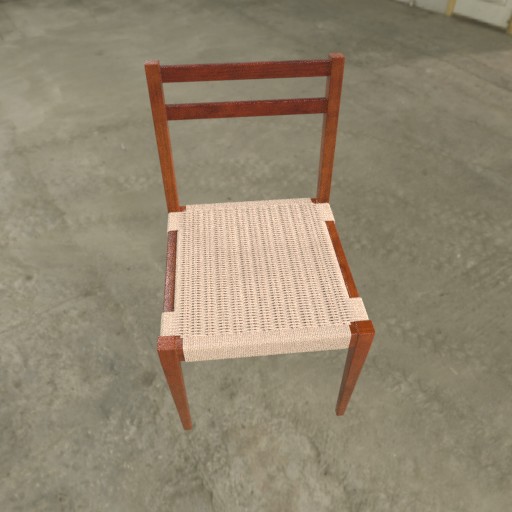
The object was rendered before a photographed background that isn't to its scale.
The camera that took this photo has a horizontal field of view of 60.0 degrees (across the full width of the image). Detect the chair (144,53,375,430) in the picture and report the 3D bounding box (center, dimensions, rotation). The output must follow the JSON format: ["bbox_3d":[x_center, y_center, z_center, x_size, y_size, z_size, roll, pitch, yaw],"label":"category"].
[{"bbox_3d":[0.000,0.000,1.203,0.495,0.851,0.569,-4,45,-4],"label":"chair"}]
